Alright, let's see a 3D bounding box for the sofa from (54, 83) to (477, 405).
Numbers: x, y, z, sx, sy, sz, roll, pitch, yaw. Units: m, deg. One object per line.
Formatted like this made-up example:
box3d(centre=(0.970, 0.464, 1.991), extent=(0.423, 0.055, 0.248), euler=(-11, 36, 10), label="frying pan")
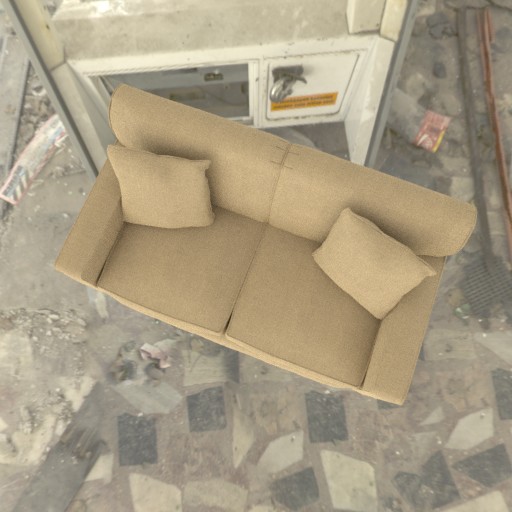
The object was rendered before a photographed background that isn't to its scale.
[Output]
box3d(centre=(0.000, 0.000, 2.398), extent=(1.846, 0.958, 0.998), euler=(20, 77, 5), label="sofa")
